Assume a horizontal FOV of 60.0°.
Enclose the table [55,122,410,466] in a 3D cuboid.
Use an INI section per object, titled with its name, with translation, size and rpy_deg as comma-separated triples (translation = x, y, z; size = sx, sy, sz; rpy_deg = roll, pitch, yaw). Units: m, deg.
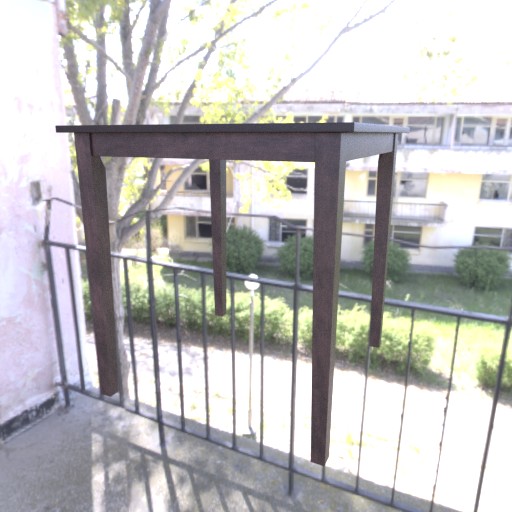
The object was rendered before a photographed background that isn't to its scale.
[table]
translation = 0.000, 0.000, 1.373
size = 0.749, 0.770, 0.749
rpy_deg = 7, 17, 25
